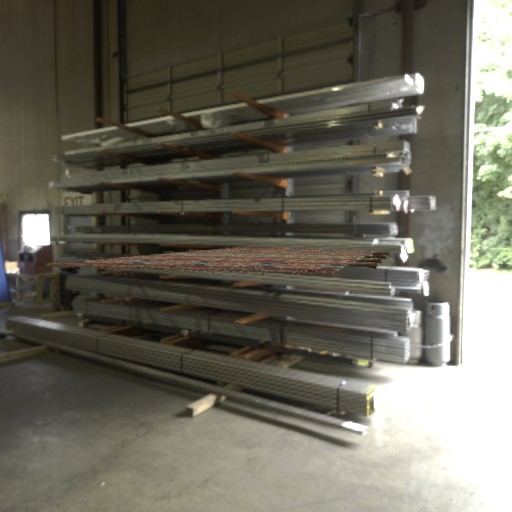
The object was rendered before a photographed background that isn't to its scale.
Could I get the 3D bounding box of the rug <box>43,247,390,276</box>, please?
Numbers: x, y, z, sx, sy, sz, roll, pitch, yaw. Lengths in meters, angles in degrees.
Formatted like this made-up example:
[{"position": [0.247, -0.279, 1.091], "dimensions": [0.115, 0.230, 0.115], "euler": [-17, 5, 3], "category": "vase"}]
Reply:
[{"position": [0.000, 0.000, 3.167], "dimensions": [1.778, 0.048, 2.450], "euler": [1, 3, 19], "category": "rug"}]
